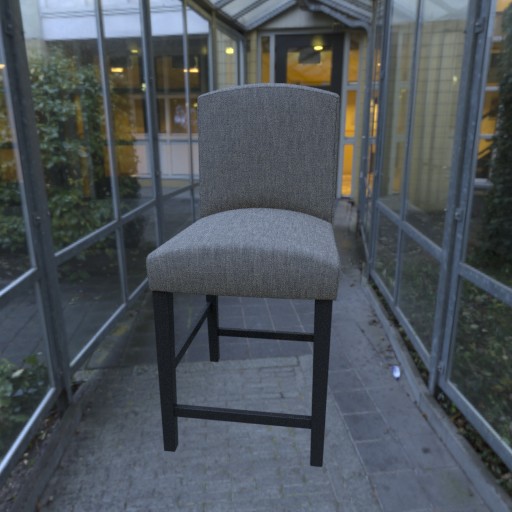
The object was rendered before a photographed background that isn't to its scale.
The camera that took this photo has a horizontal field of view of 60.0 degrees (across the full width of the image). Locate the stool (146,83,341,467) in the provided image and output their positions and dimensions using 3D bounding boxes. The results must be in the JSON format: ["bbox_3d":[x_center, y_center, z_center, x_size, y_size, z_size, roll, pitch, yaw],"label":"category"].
[{"bbox_3d":[0.000,0.000,1.264,0.451,0.966,0.552,2,16,8],"label":"stool"}]
